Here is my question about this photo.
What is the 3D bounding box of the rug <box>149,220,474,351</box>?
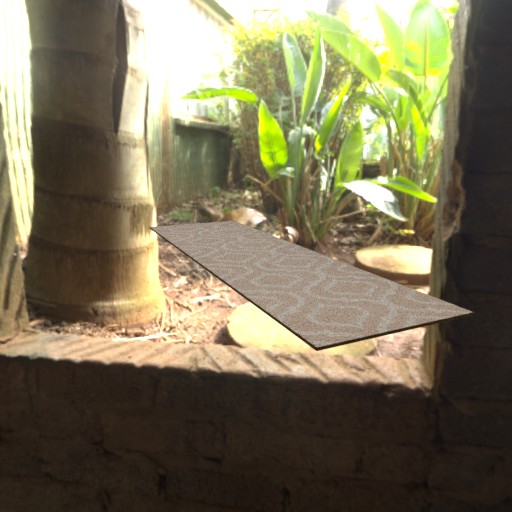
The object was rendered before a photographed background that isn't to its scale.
[{"bbox_3d":[0.000,0.000,2.486,0.691,0.013,2.289,-7,15,-25],"label":"rug"}]
